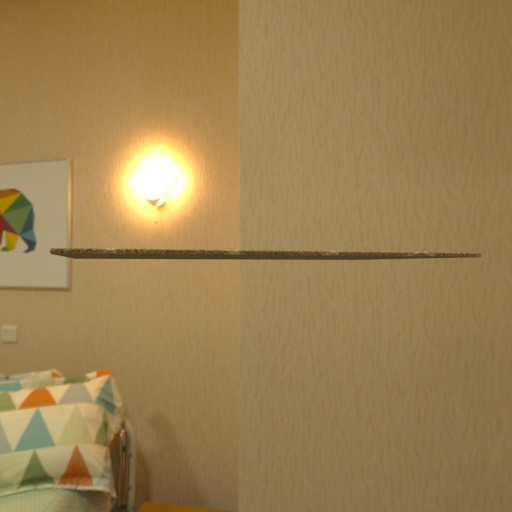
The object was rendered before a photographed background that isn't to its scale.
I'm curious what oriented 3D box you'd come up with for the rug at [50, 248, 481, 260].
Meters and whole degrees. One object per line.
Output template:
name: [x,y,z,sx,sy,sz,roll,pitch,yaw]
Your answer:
rug: [0.000,0.000,3.064,2.438,0.030,1.524,0,-1,-18]
